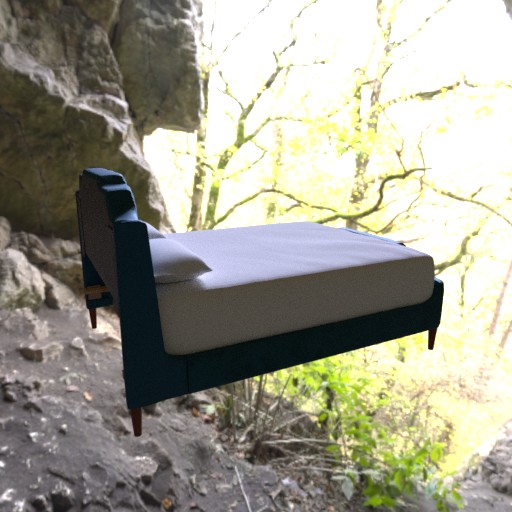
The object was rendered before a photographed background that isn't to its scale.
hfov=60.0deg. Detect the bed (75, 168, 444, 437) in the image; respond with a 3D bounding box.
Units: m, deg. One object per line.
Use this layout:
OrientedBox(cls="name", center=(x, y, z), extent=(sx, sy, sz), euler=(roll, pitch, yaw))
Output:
OrientedBox(cls="bed", center=(0.000, 0.000, 3.365), extent=(2.322, 1.338, 1.678), euler=(-7, 16, -26))
